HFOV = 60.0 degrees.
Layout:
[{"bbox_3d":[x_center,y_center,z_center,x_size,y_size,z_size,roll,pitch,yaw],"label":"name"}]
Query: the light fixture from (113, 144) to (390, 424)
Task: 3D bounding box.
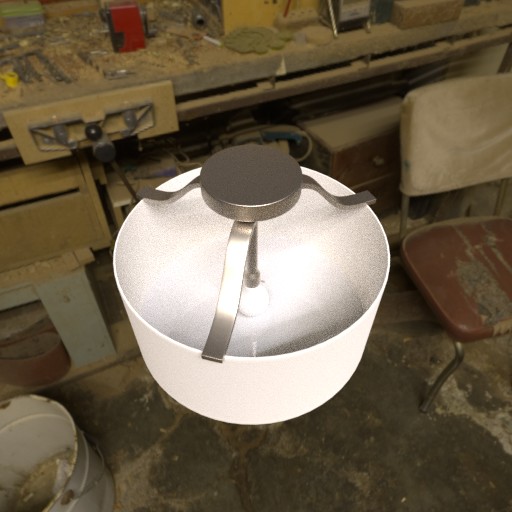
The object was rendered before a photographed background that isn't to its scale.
[{"bbox_3d":[0.000,0.000,0.654,0.395,0.304,0.395,0,47,0],"label":"light fixture"}]
